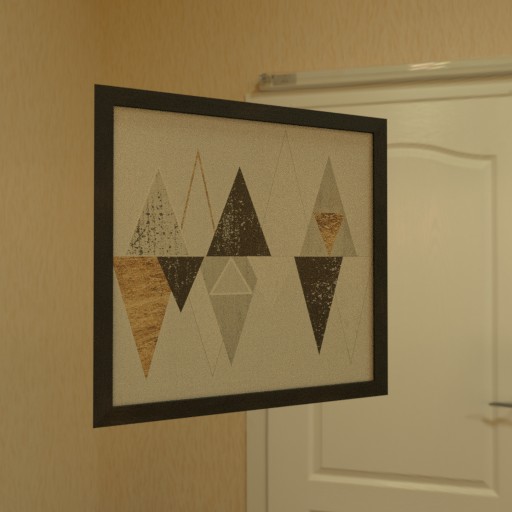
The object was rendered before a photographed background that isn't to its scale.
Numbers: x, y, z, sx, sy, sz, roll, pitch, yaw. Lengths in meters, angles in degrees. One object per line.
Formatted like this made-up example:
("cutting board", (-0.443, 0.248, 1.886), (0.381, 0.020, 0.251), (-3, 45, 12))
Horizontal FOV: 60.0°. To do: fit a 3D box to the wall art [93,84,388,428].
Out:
("wall art", (0.000, 0.000, 1.197), (0.823, 0.823, 0.013), (0, -1, -19))
